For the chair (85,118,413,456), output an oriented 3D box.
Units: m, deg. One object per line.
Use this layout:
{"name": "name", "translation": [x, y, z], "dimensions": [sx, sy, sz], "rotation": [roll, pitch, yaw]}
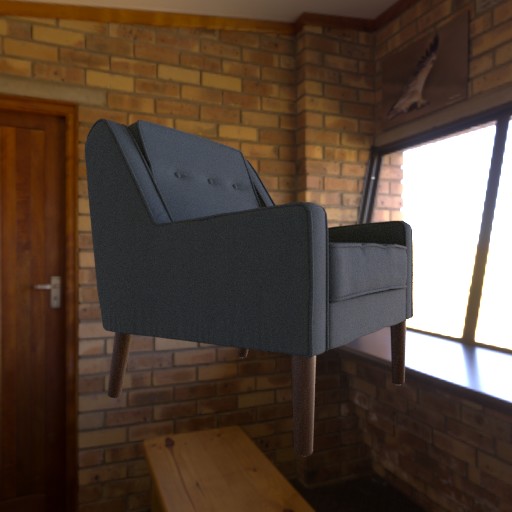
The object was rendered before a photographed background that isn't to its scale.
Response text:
{"name": "chair", "translation": [0.000, 0.000, 1.288], "dimensions": [0.733, 0.780, 0.663], "rotation": [0, 0, 36]}
